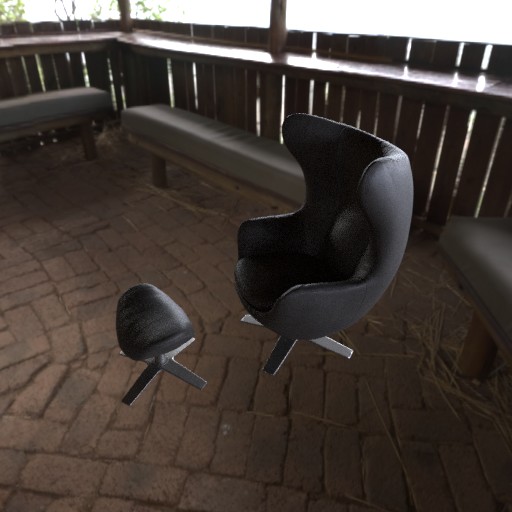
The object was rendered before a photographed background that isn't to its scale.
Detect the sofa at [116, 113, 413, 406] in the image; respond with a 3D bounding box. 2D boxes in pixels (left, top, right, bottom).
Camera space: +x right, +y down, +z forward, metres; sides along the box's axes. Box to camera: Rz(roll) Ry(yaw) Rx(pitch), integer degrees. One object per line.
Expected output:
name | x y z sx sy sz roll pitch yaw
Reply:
sofa | 0.000 0.000 2.150 1.444 1.135 0.894 -9 31 -14
